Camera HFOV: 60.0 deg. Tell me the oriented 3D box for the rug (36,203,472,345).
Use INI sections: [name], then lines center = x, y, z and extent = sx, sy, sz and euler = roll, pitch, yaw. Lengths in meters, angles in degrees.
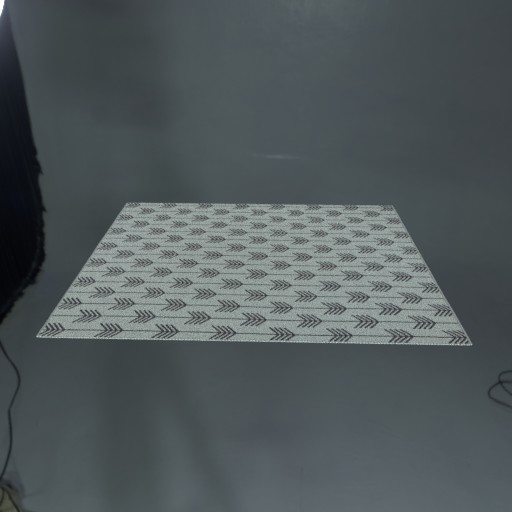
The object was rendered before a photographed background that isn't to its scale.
[rug]
center = 0.000, 0.000, 4.101
extent = 3.061, 0.010, 2.330
euler = 1, 31, 1
